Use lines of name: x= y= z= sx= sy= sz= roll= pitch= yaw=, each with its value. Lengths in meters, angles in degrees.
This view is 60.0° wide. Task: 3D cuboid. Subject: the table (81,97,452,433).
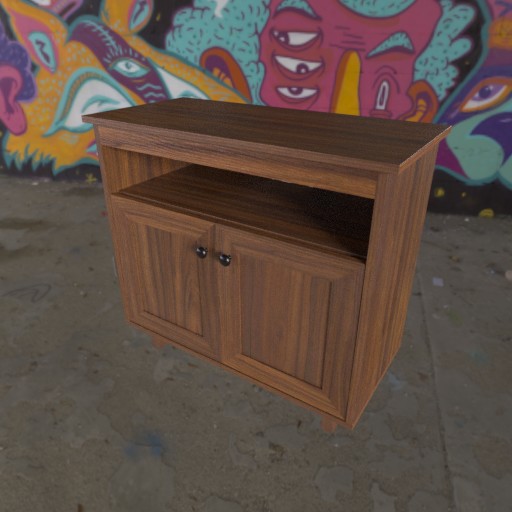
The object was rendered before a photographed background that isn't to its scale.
table: x=0.000 y=0.000 z=1.219 sx=0.802 sy=0.725 sz=0.390 roll=17 pitch=32 yaw=29
